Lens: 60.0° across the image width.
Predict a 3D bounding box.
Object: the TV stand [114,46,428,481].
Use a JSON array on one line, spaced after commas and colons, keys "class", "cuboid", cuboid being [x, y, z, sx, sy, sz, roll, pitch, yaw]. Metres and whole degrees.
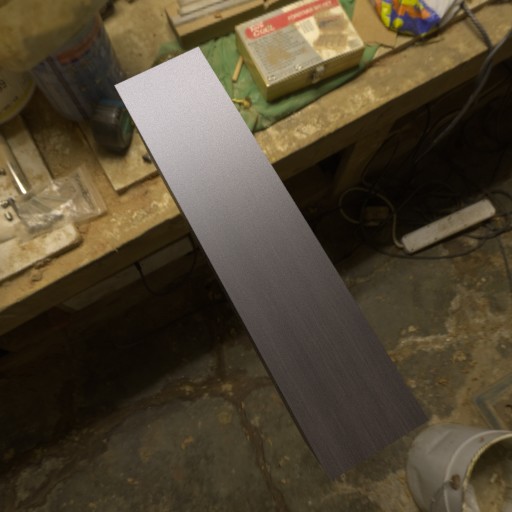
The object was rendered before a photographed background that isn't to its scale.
[{"class": "TV stand", "cuboid": [0.000, 0.000, 2.030, 0.406, 0.610, 1.778, -28, 77, -7]}]
